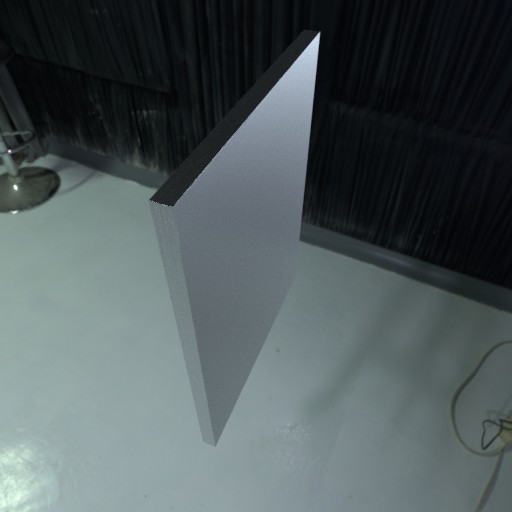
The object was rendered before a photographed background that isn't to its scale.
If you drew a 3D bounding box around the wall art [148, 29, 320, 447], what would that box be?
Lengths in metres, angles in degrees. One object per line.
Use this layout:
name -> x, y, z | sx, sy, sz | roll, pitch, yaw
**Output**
wall art -> 0.000, 0.000, 0.744 | 0.025, 0.569, 0.444 | 17, 49, 15
